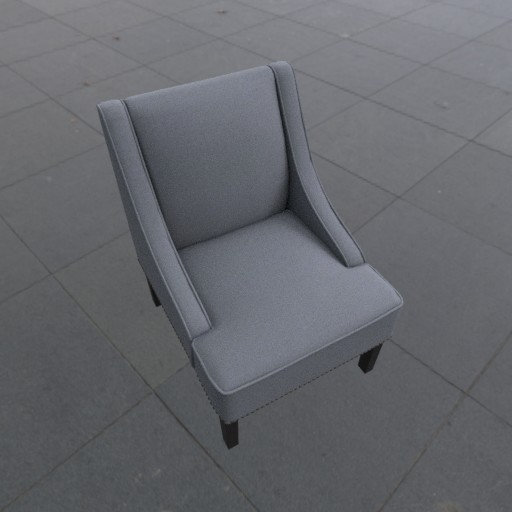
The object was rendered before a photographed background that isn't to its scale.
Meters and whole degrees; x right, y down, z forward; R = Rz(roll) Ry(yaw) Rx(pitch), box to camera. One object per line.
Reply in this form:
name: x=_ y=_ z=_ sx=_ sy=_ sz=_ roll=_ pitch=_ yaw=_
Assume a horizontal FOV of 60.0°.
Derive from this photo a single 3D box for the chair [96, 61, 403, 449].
chair: x=0.000 y=0.000 z=1.408 sx=0.631 sy=0.867 sz=0.747 roll=-22 pitch=49 yaw=-20
